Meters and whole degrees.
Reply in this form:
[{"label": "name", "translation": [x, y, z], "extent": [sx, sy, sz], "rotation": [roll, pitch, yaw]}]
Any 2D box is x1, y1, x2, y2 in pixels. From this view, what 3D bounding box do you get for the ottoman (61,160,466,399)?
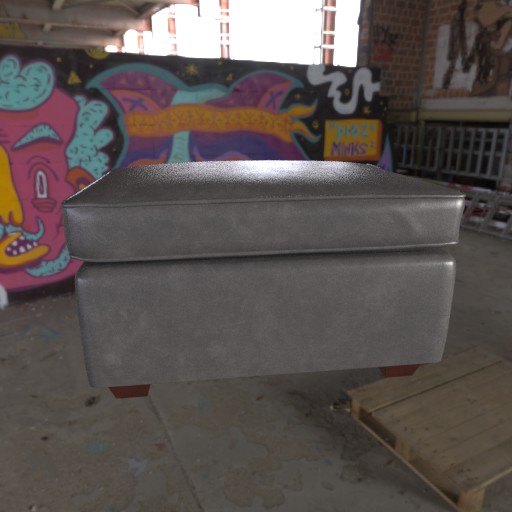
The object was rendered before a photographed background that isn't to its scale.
[{"label": "ottoman", "translation": [0.000, 0.000, 1.094], "extent": [0.756, 0.445, 0.554], "rotation": [-2, 18, -7]}]
